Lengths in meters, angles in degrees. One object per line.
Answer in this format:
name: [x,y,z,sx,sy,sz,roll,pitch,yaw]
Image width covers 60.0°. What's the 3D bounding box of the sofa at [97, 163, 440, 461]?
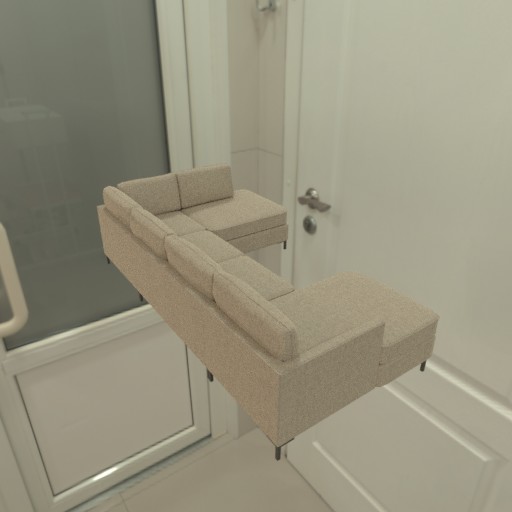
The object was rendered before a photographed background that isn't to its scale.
sofa: [0.000,0.000,4.362,2.021,0.996,3.423,-18,32,-31]
